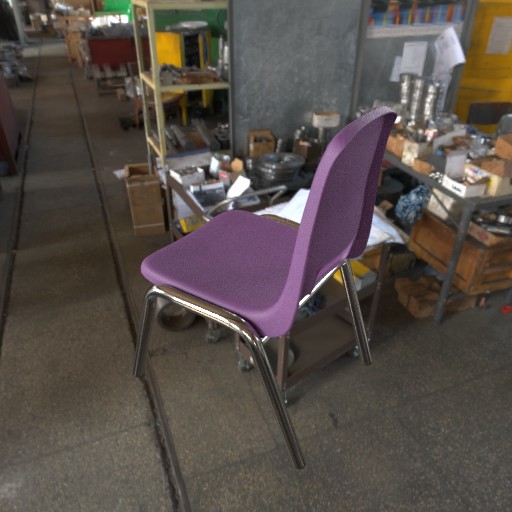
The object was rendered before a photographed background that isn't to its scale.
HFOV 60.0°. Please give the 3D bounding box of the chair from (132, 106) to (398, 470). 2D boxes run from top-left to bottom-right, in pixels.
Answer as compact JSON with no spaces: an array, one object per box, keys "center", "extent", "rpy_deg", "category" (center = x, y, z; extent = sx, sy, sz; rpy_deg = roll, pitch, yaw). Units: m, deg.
[{"center":[0.000,0.000,0.834],"extent":[0.419,0.584,0.356],"rpy_deg":[20,37,29],"category":"chair"}]
